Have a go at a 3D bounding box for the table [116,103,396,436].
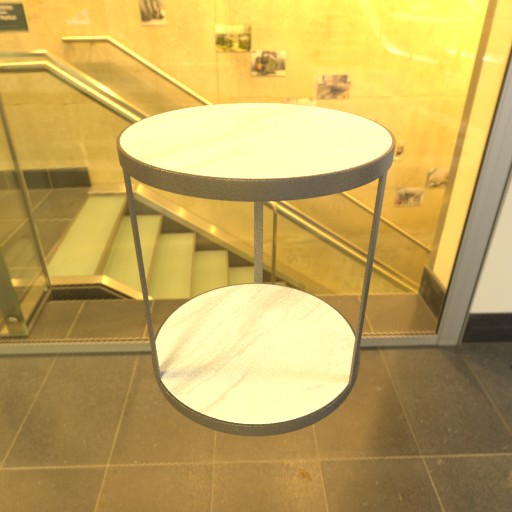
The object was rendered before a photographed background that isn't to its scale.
[{"bbox_3d":[0.000,0.000,0.852,0.445,0.479,0.445,0,31,0],"label":"table"}]
